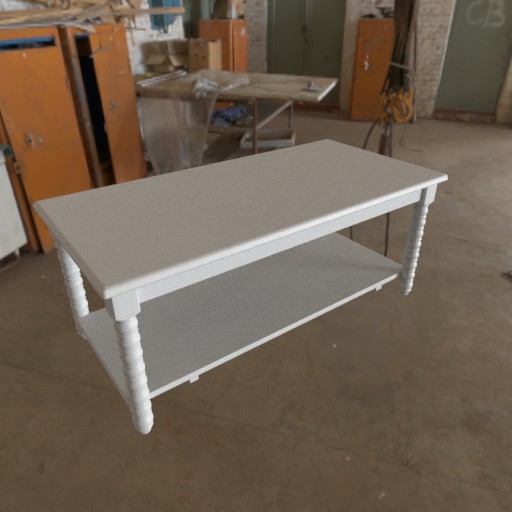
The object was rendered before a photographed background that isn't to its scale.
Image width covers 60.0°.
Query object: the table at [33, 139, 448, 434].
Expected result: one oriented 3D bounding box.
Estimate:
[{"bbox_3d":[0.000,0.000,1.485,1.171,0.487,0.580,-20,35,-31],"label":"table"}]
